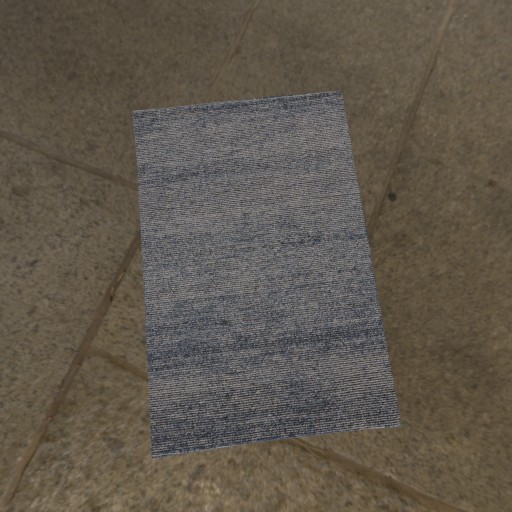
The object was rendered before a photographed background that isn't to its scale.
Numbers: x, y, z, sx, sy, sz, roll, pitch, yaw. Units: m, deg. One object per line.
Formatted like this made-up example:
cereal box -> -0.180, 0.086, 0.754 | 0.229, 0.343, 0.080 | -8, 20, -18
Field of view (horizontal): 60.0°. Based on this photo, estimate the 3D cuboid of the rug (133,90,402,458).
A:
rug -> 0.000, 0.000, 2.187 | 1.135, 0.010, 1.740 | -6, 77, -1
